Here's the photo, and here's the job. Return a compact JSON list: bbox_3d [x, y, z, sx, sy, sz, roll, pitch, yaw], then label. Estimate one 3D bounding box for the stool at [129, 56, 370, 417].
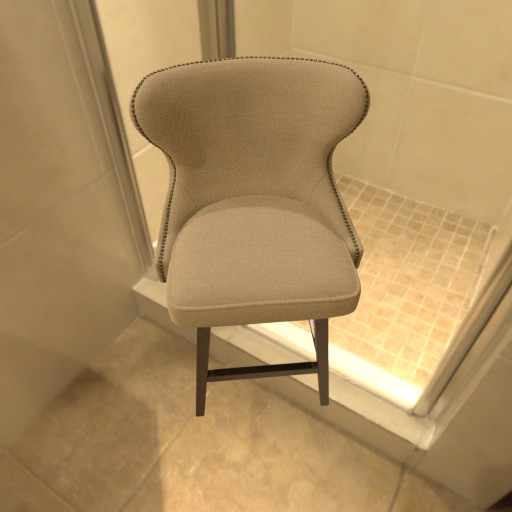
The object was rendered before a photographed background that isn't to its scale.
[{"bbox_3d":[0.000,0.000,1.341,0.615,0.972,0.597,-4,46,-4],"label":"stool"}]
